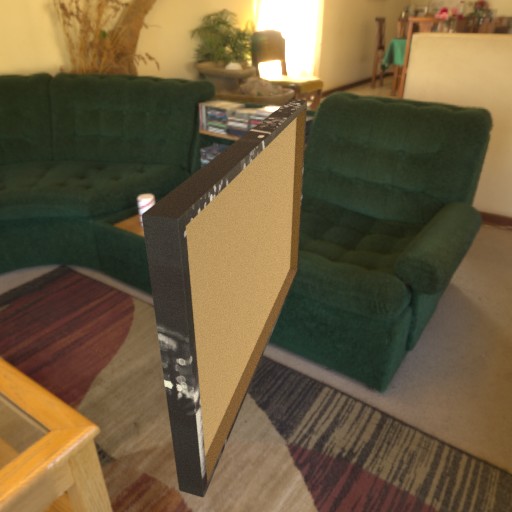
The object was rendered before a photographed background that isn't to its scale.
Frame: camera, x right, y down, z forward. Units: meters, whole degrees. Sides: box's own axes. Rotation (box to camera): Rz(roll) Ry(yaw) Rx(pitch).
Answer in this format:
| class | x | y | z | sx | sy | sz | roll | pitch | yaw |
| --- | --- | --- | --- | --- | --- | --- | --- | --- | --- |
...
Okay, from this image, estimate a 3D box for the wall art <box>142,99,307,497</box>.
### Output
| class | x | y | z | sx | sy | sz | roll | pitch | yaw |
| --- | --- | --- | --- | --- | --- | --- | --- | --- | --- |
| wall art | 0.000 | 0.000 | 0.749 | 0.037 | 0.406 | 0.609 | 8 | 30 | 14 |
